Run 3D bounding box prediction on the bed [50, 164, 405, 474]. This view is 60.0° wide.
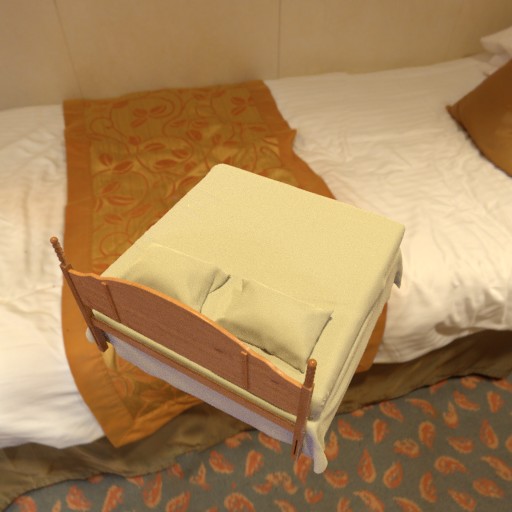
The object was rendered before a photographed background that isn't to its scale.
[{"bbox_3d":[0.000,0.000,3.725,2.322,1.355,2.219,22,50,20],"label":"bed"}]
